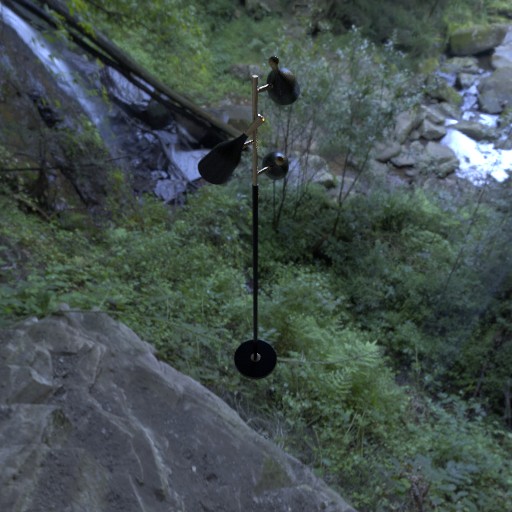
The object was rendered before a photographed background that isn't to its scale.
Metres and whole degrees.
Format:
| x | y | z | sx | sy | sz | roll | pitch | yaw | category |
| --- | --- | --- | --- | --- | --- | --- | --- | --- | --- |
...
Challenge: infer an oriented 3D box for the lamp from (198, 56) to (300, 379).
| x | y | z | sx | sy | sz | roll | pitch | yaw | category |
| --- | --- | --- | --- | --- | --- | --- | --- | --- | --- |
| 0.000 | 0.000 | 1.962 | 0.434 | 1.778 | 0.253 | -31 | 54 | -26 | lamp |
